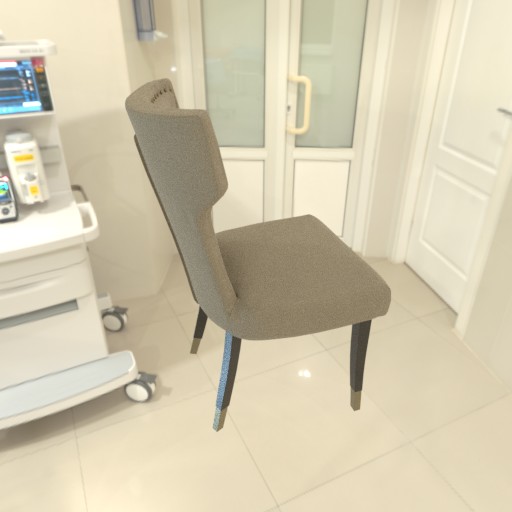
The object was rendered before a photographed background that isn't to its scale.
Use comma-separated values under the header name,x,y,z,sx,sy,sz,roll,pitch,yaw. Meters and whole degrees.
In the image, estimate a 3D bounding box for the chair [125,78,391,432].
name,x,y,z,sx,sy,sz,roll,pitch,yaw
chair,0.000,0.000,1.323,0.630,0.955,0.526,-10,31,-16
